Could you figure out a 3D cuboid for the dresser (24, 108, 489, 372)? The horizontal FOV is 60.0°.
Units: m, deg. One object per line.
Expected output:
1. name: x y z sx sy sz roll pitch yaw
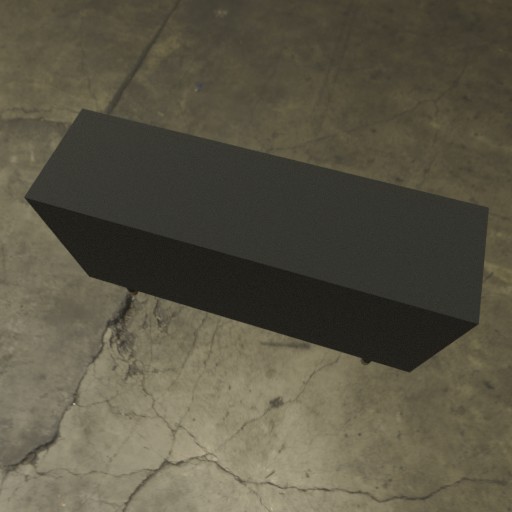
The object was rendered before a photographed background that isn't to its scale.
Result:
1. dresser: 0.000 0.000 1.936 1.558 0.872 0.463 15 64 8
